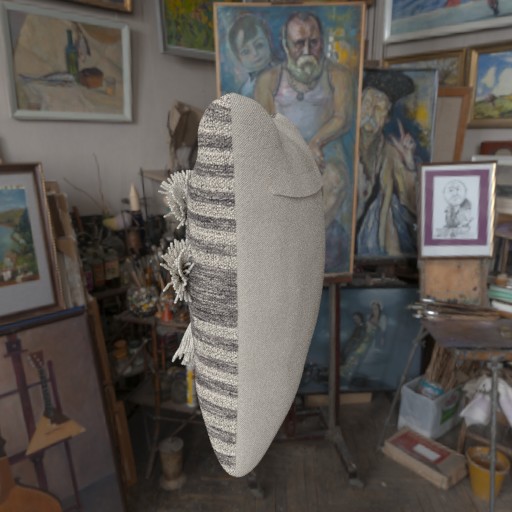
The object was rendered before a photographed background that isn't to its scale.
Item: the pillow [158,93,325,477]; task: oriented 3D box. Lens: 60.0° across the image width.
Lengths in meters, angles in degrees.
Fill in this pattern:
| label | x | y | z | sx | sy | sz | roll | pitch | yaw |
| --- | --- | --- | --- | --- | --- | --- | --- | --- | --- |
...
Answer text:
| label | x | y | z | sx | sy | sz | roll | pitch | yaw |
| --- | --- | --- | --- | --- | --- | --- | --- | --- | --- |
| pillow | 0.000 | 0.000 | 0.759 | 0.234 | 0.490 | 0.484 | 2 | 15 | 8 |
